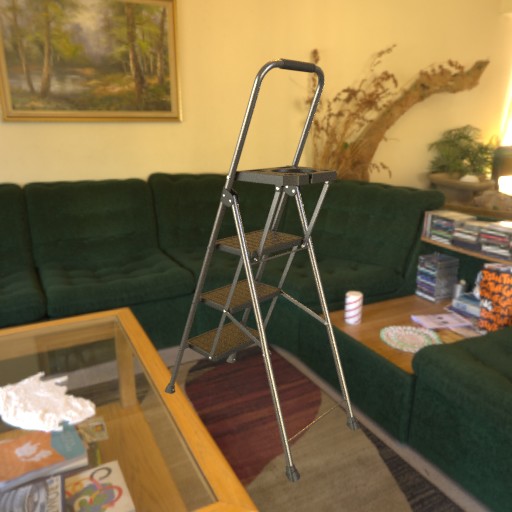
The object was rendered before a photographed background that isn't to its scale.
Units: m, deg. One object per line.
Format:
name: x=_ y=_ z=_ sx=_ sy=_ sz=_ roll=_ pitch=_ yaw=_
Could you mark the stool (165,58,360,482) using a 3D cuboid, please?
stool: x=0.000 y=0.000 z=1.610 sx=0.733 sy=1.277 sz=0.396 roll=16 pitch=23 yaw=42
